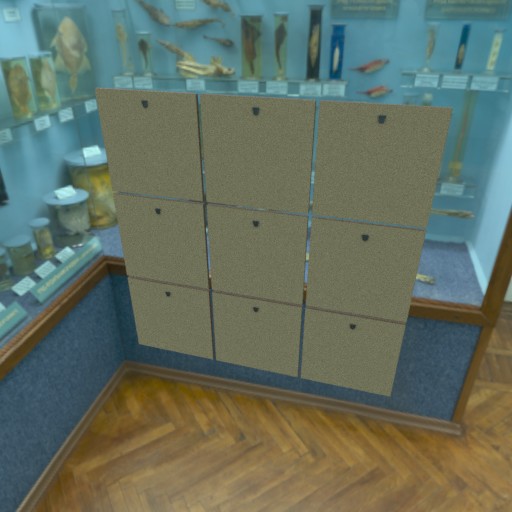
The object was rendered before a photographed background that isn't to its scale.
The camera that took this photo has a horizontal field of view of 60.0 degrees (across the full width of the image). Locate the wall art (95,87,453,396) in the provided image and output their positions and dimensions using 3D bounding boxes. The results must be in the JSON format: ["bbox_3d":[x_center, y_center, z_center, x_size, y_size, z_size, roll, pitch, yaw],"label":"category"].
[{"bbox_3d":[0.000,0.000,1.318,0.906,0.904,0.018,8,31,14],"label":"wall art"}]
